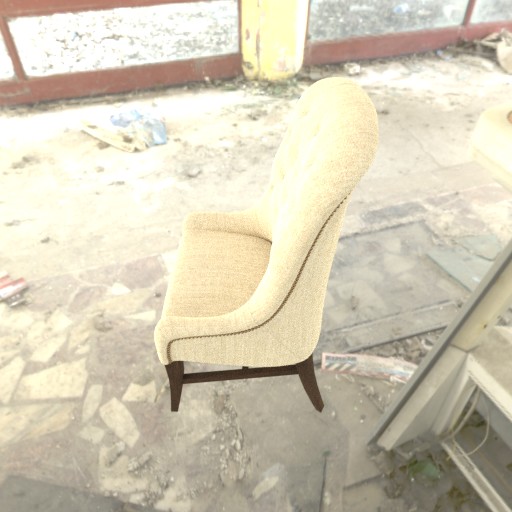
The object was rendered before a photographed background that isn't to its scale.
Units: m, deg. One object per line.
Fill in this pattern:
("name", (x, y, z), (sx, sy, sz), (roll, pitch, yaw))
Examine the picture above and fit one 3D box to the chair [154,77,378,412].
("chair", (0.000, 0.000, 1.518), (0.629, 1.091, 0.634), (2, 42, 2))
